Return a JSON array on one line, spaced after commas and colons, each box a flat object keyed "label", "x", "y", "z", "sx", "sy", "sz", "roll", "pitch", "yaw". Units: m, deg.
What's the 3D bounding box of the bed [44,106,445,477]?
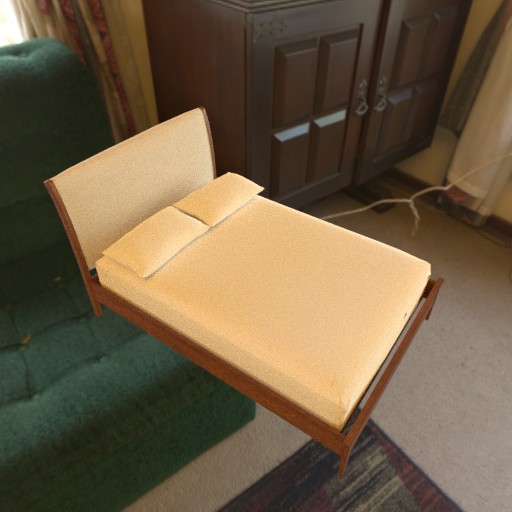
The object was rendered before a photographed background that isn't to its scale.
[{"label": "bed", "x": 0.000, "y": 0.000, "z": 3.271, "sx": 2.380, "sy": 1.250, "sz": 1.612, "roll": 25, "pitch": 46, "yaw": 26}]
